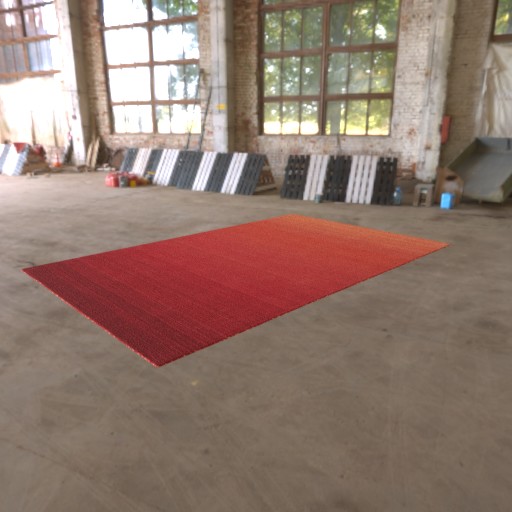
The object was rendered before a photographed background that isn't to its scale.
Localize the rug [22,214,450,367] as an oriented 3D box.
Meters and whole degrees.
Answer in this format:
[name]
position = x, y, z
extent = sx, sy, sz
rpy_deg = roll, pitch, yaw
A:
[rug]
position = 0.000, 0.000, 2.933
extent = 2.442, 0.010, 1.531
rpy_deg = -15, 23, -41
